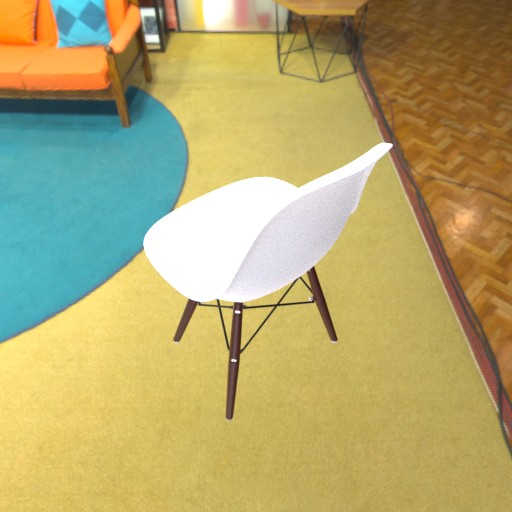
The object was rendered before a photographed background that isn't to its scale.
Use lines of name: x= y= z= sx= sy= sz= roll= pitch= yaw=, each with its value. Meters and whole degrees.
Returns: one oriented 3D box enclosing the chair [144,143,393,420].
chair: x=0.000 y=0.000 z=1.135 sx=0.470 sy=0.826 sz=0.533 roll=-31 pitch=54 yaw=-26
